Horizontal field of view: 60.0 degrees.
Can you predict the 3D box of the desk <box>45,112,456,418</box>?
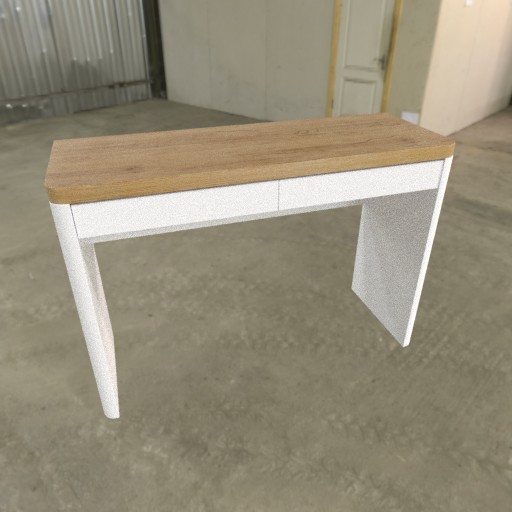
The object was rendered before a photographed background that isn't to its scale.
[{"bbox_3d":[0.000,0.000,1.462,1.100,0.760,0.390,-10,32,-15],"label":"desk"}]
